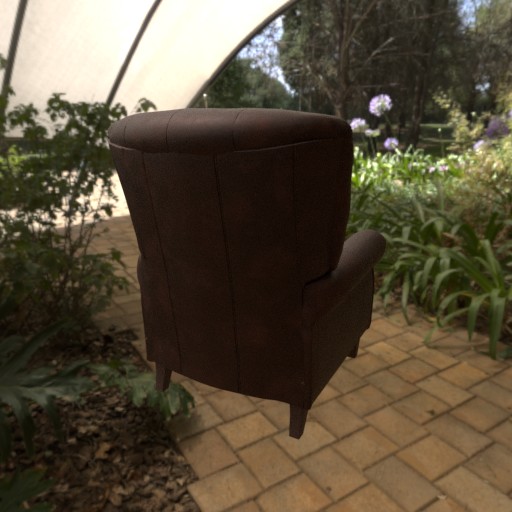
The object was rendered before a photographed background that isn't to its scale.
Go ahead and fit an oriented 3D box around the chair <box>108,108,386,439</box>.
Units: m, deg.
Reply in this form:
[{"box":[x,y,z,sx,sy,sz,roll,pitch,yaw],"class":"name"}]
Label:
[{"box":[0.000,0.000,1.884,0.948,1.158,1.058,8,17,28],"class":"chair"}]
